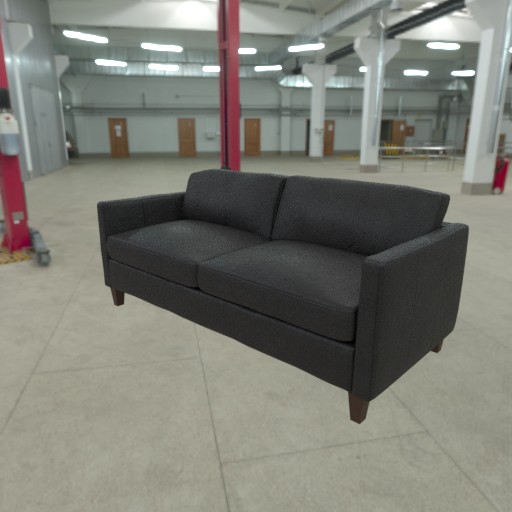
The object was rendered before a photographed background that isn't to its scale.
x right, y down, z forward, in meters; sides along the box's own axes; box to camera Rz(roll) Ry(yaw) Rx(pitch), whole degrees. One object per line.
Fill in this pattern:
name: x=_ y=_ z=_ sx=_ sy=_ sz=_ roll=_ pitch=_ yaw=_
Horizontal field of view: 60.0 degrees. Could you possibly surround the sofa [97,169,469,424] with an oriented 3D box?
sofa: x=0.000 y=0.000 z=2.496 sx=1.971 sy=0.863 sz=0.933 roll=14 pitch=21 yaw=41
